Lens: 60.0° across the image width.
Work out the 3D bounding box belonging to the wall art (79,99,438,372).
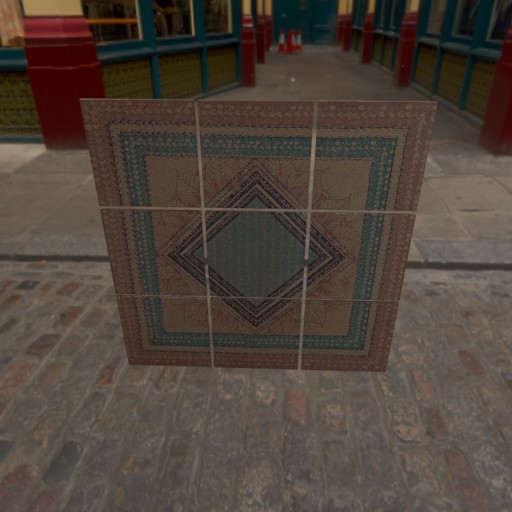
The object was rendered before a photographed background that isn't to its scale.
[{"bbox_3d":[0.000,0.000,2.267,1.527,1.525,0.014,1,29,2],"label":"wall art"}]
